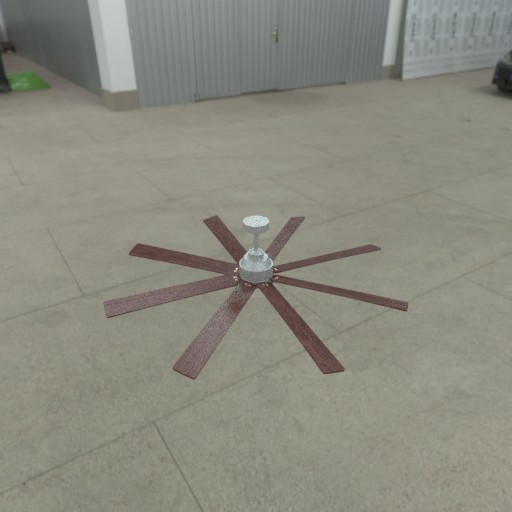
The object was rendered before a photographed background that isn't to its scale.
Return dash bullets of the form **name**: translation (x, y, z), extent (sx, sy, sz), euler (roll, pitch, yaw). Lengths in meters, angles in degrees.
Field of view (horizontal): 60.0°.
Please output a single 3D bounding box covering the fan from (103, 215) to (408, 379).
- **fan**: translation (0.000, 0.000, 2.707), extent (1.830, 0.472, 1.830), euler (11, 32, 19)
